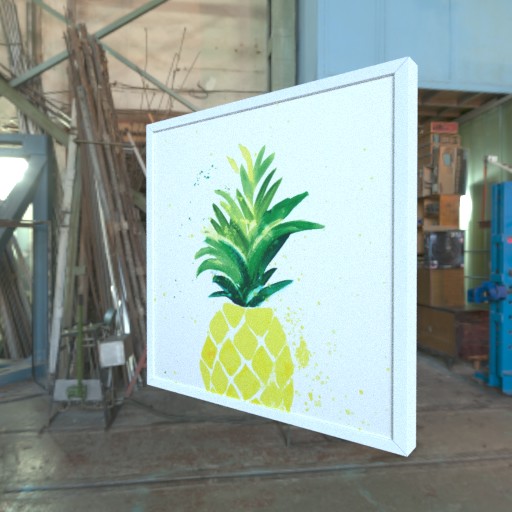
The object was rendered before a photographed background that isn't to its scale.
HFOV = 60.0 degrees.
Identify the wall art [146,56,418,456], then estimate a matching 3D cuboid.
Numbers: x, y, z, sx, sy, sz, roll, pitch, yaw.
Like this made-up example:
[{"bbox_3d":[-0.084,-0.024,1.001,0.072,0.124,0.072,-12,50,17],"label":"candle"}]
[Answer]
[{"bbox_3d":[0.000,0.000,0.728,0.508,0.507,0.035,1,1,37],"label":"wall art"}]
